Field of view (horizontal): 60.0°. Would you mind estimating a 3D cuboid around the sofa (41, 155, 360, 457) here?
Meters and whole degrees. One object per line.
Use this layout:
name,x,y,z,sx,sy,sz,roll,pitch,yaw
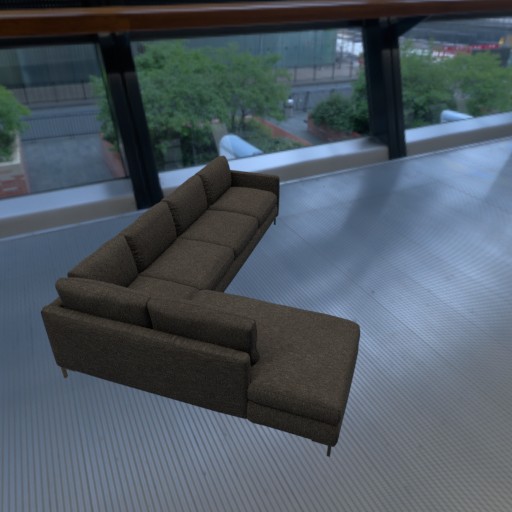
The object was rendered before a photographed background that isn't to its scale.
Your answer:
sofa,0.000,0.000,3.881,2.007,0.815,2.949,10,32,16
